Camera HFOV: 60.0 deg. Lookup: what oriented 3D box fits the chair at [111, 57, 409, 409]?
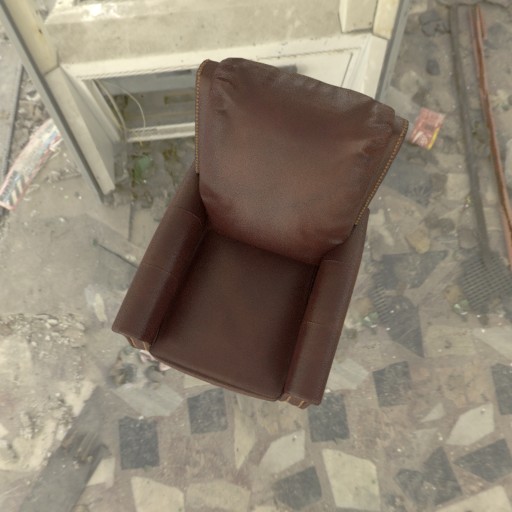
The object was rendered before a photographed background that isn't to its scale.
[{"bbox_3d":[0.000,0.000,1.806,0.826,1.022,1.089,19,77,5],"label":"chair"}]
